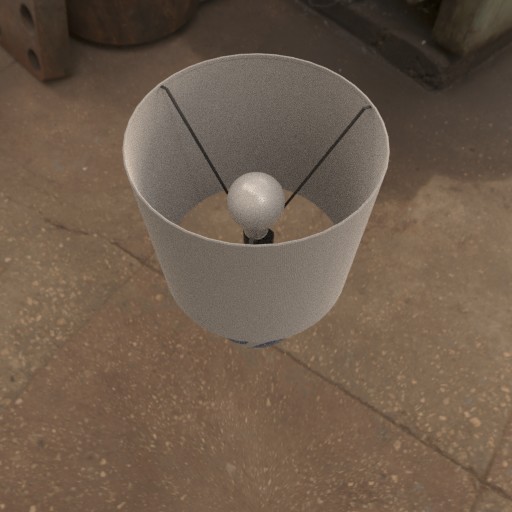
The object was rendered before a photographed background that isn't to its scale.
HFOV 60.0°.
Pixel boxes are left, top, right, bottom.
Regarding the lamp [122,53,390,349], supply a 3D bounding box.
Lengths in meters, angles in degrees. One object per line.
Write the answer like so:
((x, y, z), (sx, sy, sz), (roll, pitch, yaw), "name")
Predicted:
((0.000, 0.000, 0.524), (0.215, 0.381, 0.215), (33, 64, 18), "lamp")
